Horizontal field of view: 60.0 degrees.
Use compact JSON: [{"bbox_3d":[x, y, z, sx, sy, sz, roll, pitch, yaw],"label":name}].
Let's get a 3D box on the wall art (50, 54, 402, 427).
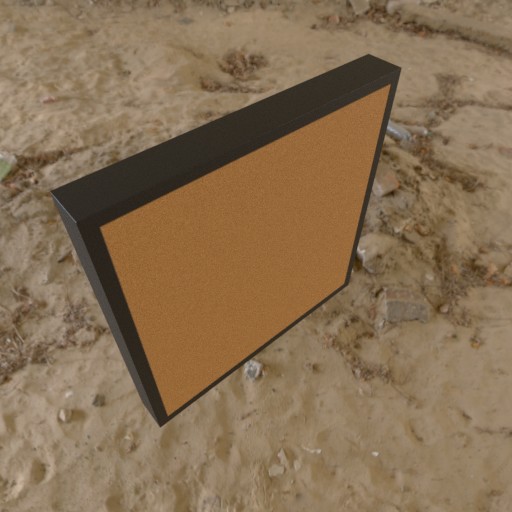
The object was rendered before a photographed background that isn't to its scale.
[{"bbox_3d":[0.000,0.000,0.442,0.304,0.304,0.038,-32,55,-26],"label":"wall art"}]
